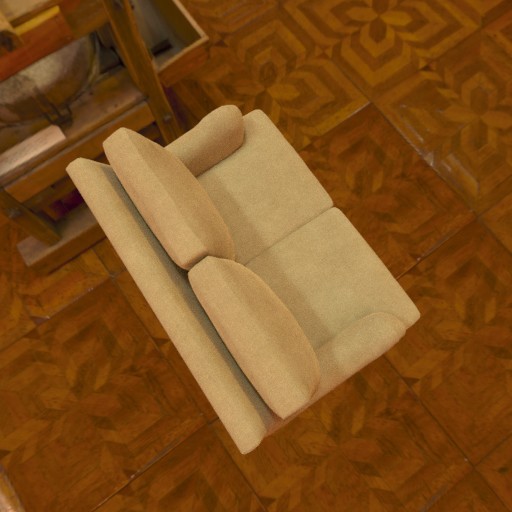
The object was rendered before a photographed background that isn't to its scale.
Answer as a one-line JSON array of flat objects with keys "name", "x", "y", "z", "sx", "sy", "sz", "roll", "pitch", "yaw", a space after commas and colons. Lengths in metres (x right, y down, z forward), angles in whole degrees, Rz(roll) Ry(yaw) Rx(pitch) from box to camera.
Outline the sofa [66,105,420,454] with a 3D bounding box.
[{"name": "sofa", "x": 0.000, "y": 0.000, "z": 2.308, "sx": 1.086, "sy": 1.087, "sz": 1.498, "roll": -33, "pitch": 77, "yaw": -9}]
